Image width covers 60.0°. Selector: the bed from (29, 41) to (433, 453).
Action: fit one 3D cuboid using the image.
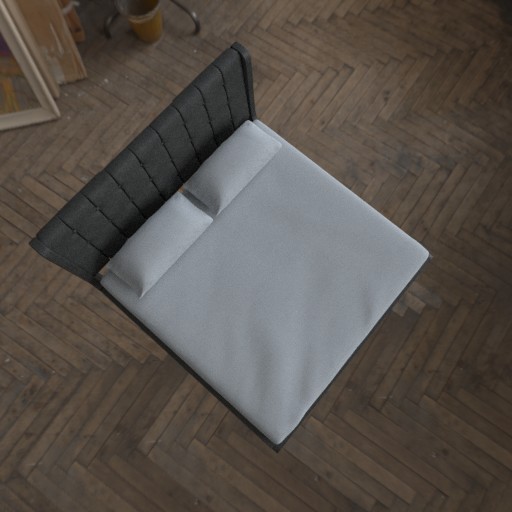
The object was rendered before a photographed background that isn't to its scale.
[{"bbox_3d":[0.000,0.000,3.236,2.031,1.158,1.903,40,79,9],"label":"bed"}]
